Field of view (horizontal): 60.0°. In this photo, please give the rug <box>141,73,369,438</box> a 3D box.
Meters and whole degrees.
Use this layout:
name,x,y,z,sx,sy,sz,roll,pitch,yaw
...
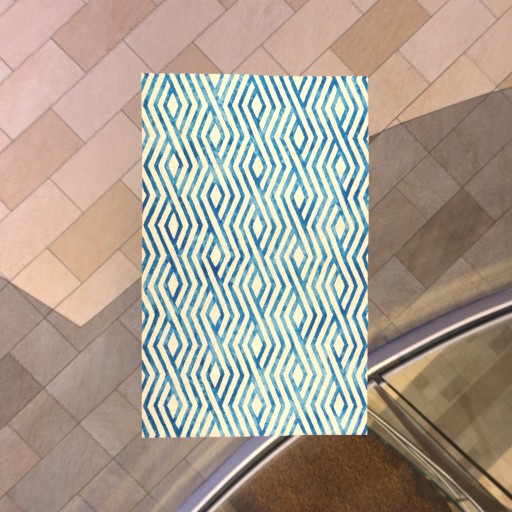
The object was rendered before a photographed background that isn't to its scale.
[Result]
name,x,y,z,sx,sy,sz,roll,pitch,yaw
rug,0.000,0.000,2.990,1.531,0.008,2.439,0,90,-2
